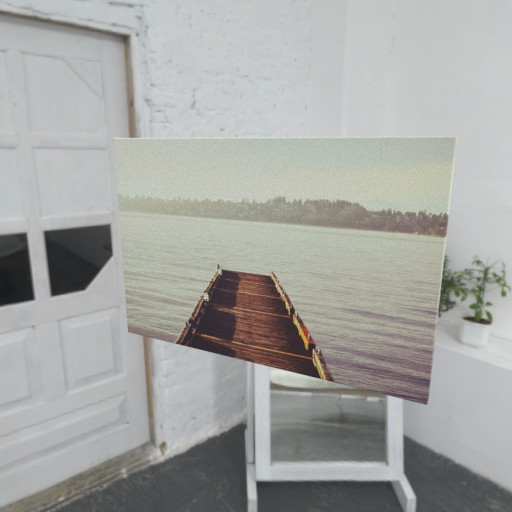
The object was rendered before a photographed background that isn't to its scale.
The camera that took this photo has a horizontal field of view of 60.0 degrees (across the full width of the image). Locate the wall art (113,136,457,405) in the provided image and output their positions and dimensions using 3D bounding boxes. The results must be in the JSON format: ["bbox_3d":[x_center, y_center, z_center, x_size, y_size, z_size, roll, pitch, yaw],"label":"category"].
[{"bbox_3d":[0.000,0.000,1.477,1.149,0.765,0.040,7,16,26],"label":"wall art"}]
